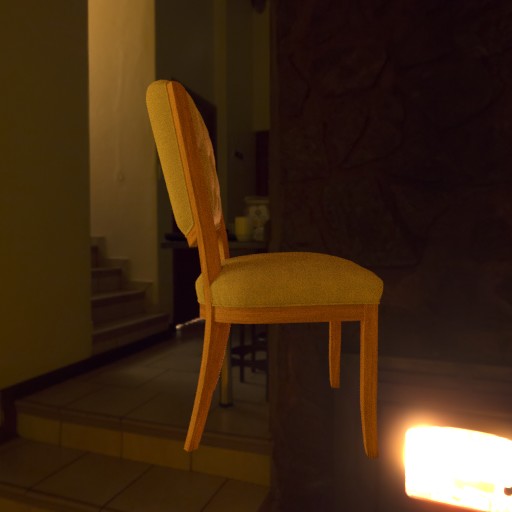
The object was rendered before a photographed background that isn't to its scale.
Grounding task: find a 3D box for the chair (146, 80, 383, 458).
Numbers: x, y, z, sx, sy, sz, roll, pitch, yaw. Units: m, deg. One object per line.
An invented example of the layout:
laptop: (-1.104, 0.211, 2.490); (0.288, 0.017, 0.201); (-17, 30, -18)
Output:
chair: (0.000, 0.000, 1.253); (0.584, 0.905, 0.513); (0, 2, 0)
